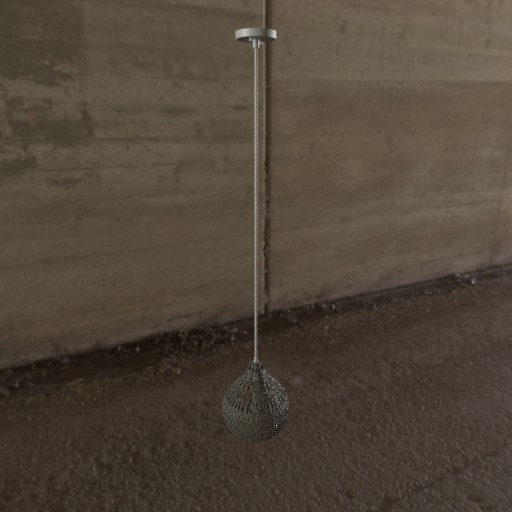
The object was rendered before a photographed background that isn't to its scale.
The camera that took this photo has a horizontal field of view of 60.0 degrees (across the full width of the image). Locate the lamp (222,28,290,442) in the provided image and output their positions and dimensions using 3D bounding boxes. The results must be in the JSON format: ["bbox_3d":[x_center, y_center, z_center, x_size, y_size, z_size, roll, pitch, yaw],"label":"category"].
[{"bbox_3d":[0.000,0.000,2.097,0.355,1.919,0.355,8,19,25],"label":"lamp"}]
